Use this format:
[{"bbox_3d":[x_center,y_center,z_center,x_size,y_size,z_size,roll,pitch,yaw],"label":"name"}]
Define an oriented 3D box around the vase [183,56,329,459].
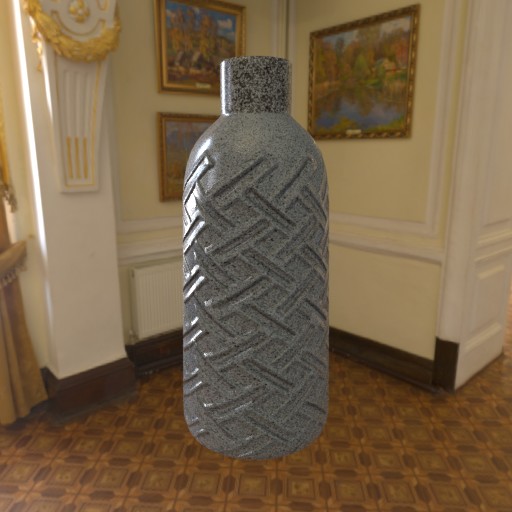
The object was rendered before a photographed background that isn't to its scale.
[{"bbox_3d":[0.000,0.000,0.348,0.122,0.282,0.122,0,13,0],"label":"vase"}]
